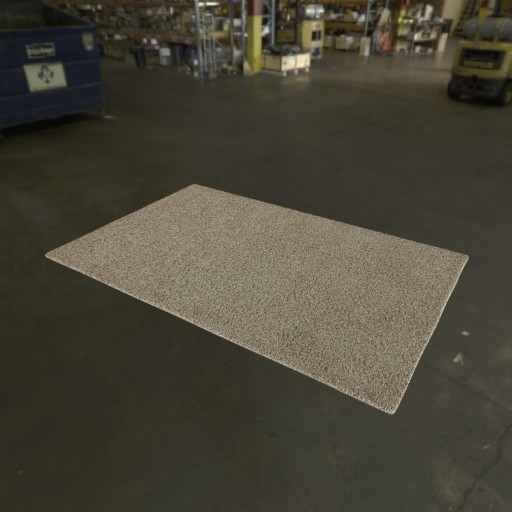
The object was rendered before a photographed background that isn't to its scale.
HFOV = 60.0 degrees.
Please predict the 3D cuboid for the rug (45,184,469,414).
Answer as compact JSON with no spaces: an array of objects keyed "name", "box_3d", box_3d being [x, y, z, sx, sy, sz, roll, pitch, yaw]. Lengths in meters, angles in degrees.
[{"name":"rug","box_3d":[0.000,0.000,3.405,2.743,0.030,1.778,18,35,28]}]
